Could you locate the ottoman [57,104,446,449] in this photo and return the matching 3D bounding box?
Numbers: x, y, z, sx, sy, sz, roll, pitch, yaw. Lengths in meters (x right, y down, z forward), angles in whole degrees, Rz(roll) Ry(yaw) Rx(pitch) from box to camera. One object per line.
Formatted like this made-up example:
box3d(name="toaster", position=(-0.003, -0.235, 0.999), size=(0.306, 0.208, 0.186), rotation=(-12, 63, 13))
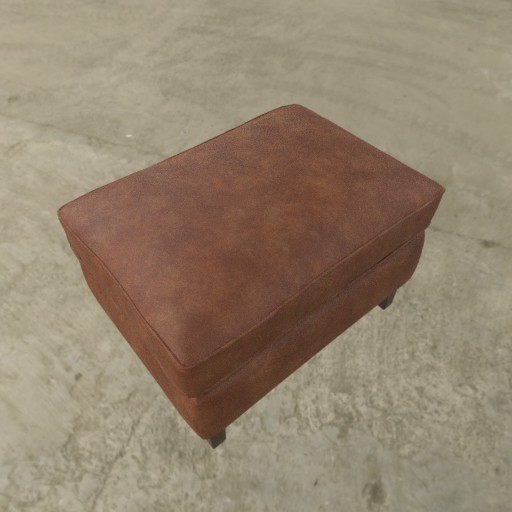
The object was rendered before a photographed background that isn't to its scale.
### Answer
box3d(name="ottoman", position=(0.000, 0.000, 1.013), size=(0.665, 0.418, 0.501), rotation=(-32, 55, -25))
